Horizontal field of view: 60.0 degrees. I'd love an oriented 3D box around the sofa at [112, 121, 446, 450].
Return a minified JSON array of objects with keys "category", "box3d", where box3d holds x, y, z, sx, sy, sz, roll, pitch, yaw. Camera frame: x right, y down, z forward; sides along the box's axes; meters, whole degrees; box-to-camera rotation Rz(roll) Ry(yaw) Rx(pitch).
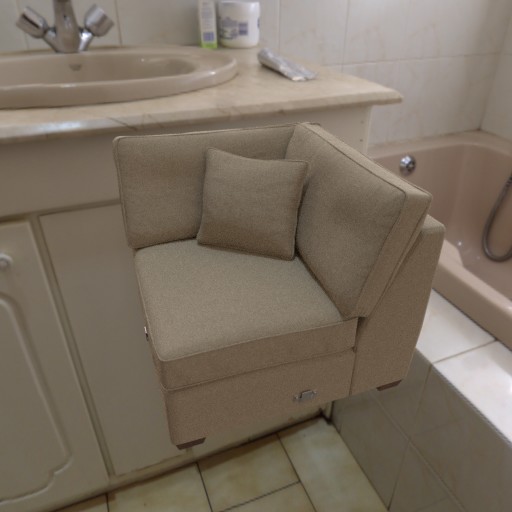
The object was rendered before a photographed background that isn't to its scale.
[{"category":"sofa","box3d":[0.000,0.000,2.012,1.084,1.002,1.146,-10,33,-16]}]
